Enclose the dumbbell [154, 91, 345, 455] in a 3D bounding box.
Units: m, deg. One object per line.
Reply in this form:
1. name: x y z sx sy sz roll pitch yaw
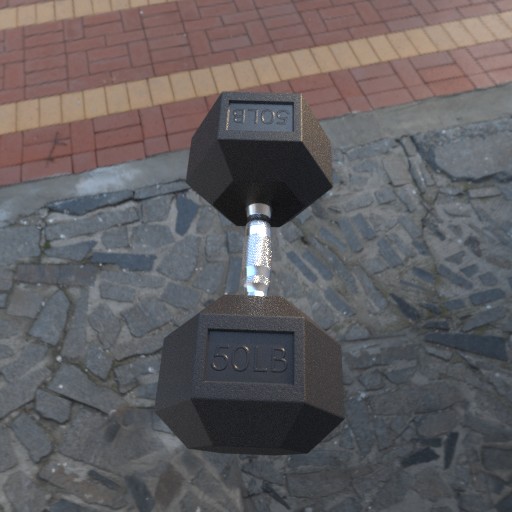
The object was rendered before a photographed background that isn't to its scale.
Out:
1. dumbbell: 0.000 0.000 0.475 0.173 0.150 0.384 2 63 1
